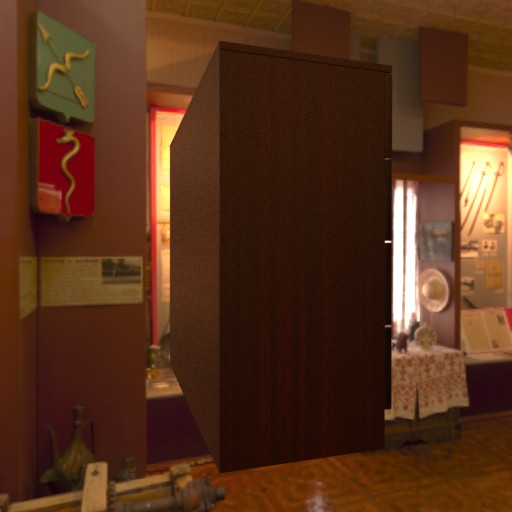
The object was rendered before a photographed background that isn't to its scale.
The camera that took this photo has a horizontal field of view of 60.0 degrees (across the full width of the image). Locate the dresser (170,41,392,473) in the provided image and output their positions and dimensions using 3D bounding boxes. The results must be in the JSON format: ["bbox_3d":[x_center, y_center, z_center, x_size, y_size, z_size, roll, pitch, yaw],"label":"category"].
[{"bbox_3d":[0.000,0.000,1.147,0.360,0.720,0.750,0,0,-17],"label":"dresser"}]
